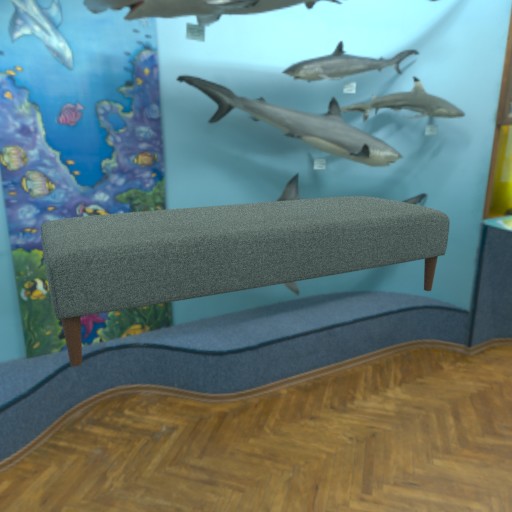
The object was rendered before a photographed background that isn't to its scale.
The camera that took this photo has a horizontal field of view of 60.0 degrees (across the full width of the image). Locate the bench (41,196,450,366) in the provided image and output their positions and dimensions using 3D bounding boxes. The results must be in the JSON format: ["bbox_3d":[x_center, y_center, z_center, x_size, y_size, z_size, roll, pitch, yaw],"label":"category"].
[{"bbox_3d":[0.000,0.000,1.866,1.598,0.384,0.631,-8,17,-26],"label":"bench"}]
